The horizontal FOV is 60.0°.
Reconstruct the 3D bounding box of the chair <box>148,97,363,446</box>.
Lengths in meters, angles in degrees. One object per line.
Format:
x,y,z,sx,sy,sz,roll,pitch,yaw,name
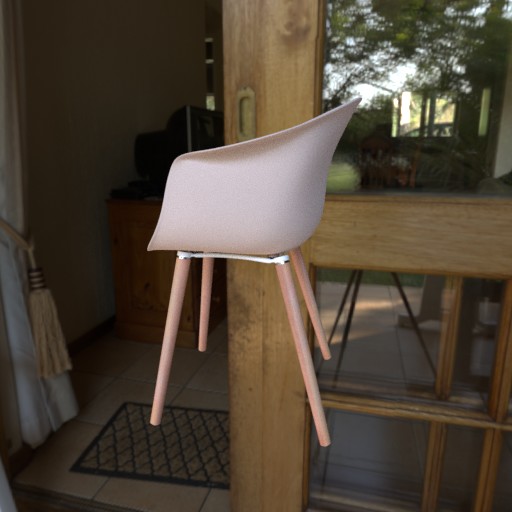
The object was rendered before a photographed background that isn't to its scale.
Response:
0.000,0.000,1.173,0.504,0.781,0.593,2,14,9,chair
